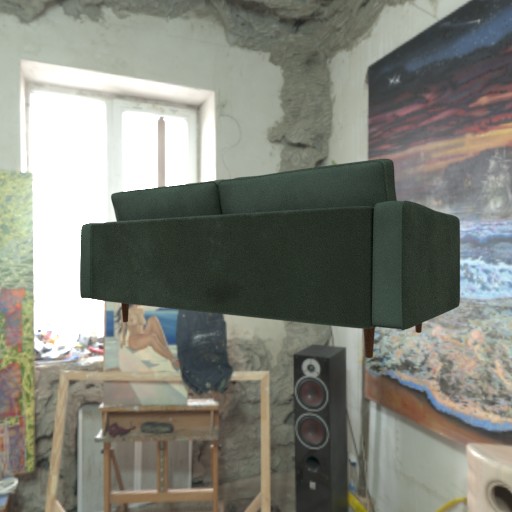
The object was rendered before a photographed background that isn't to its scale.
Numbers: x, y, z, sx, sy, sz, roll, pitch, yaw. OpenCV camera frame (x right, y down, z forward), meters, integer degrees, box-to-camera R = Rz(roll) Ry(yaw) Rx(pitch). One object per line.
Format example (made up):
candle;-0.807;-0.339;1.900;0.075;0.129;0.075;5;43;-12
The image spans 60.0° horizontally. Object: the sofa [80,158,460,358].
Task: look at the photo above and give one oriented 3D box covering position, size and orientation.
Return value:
sofa;0.000;0.000;2.370;1.880;0.772;0.916;0;1;36
